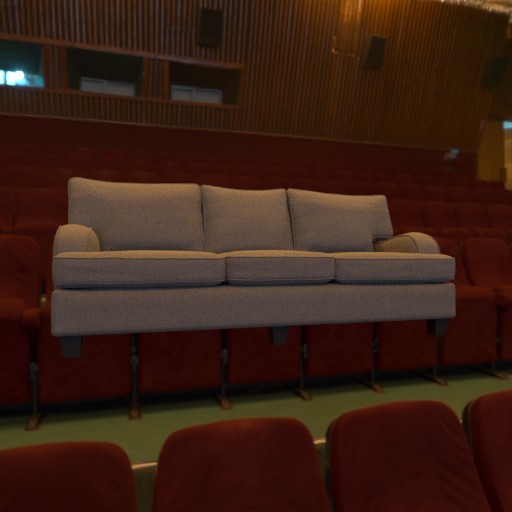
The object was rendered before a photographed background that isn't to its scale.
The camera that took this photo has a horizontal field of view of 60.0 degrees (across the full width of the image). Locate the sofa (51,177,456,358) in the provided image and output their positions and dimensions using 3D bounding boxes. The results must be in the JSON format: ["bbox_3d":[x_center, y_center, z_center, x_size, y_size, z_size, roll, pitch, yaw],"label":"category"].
[{"bbox_3d":[0.000,0.000,2.854,2.323,0.991,1.016,0,-1,-18],"label":"sofa"}]
